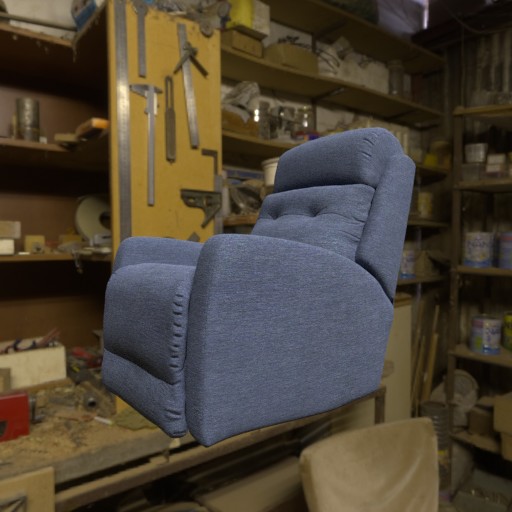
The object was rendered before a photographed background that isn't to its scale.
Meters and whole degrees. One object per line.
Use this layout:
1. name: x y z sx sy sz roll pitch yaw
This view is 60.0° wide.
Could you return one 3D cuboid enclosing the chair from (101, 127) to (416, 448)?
1. chair: 0.000 0.000 1.687 1.043 1.013 0.798 -1 2 -37
